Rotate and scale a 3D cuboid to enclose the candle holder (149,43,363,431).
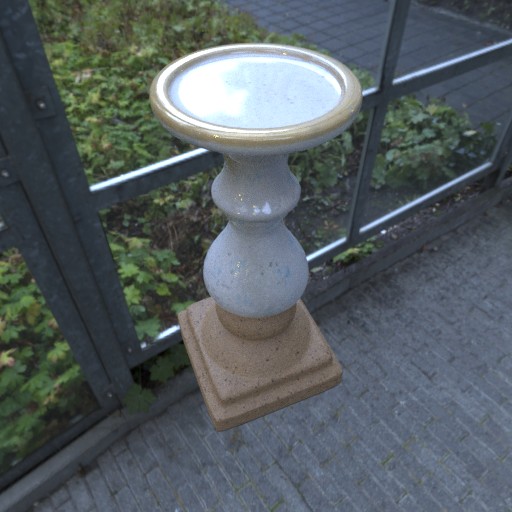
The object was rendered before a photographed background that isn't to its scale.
[{"bbox_3d":[0.000,0.000,0.297,0.110,0.239,0.110,-16,48,-15],"label":"candle holder"}]
